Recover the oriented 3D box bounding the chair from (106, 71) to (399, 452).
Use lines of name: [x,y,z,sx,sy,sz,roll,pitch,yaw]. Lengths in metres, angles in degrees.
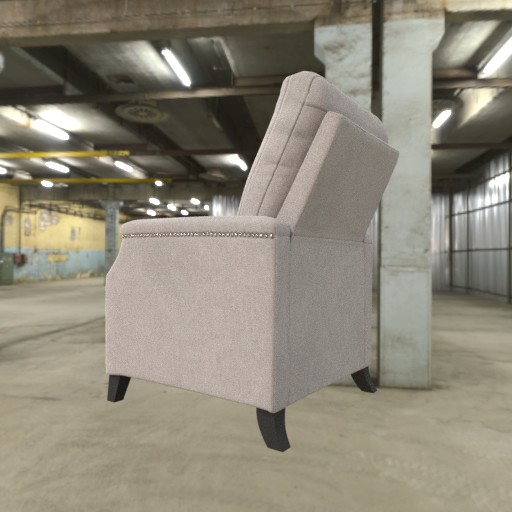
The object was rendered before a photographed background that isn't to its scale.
chair: [0.000,0.000,1.644,0.922,1.049,0.710,-1,-1,36]
